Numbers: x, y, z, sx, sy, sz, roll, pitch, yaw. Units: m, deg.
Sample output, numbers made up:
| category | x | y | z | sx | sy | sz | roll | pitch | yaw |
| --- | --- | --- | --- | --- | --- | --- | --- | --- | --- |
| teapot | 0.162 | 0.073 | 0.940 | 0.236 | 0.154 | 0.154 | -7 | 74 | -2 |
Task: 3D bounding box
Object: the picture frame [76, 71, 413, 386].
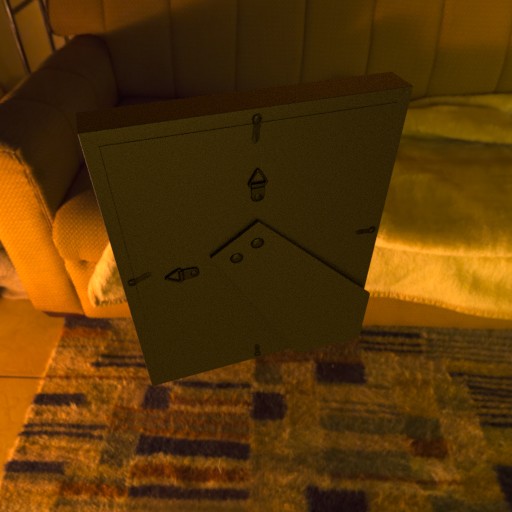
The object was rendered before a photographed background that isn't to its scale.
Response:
| category | x | y | z | sx | sy | sz | roll | pitch | yaw |
| --- | --- | --- | --- | --- | --- | --- | --- | --- | --- |
| picture frame | 0.000 | 0.000 | 0.396 | 0.232 | 0.284 | 0.042 | -12 | 44 | -13 |
